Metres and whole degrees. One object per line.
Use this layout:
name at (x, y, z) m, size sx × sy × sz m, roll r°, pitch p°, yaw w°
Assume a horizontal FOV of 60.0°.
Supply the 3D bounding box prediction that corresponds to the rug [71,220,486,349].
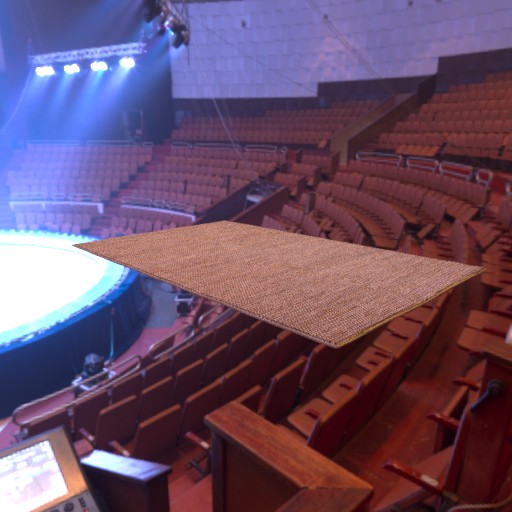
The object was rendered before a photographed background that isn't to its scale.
rug at (0.000, 0.000, 3.007) m, size 1.521 × 0.034 × 2.438 m, roll -14°, pitch 20°, yaw -43°
